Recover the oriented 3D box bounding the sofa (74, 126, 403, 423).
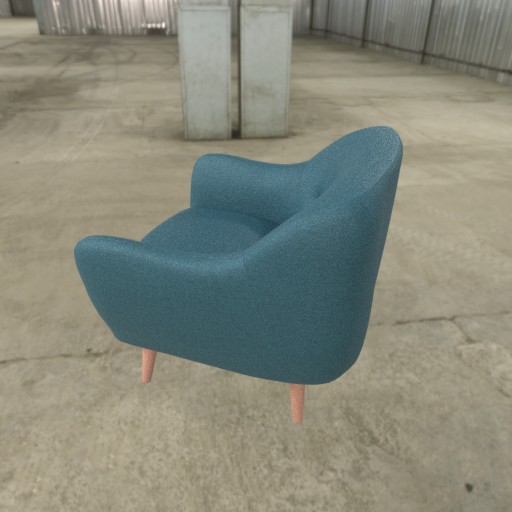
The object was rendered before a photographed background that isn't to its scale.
[{"bbox_3d":[0.000,0.000,1.487,0.825,0.817,0.836,9,31,16],"label":"sofa"}]
